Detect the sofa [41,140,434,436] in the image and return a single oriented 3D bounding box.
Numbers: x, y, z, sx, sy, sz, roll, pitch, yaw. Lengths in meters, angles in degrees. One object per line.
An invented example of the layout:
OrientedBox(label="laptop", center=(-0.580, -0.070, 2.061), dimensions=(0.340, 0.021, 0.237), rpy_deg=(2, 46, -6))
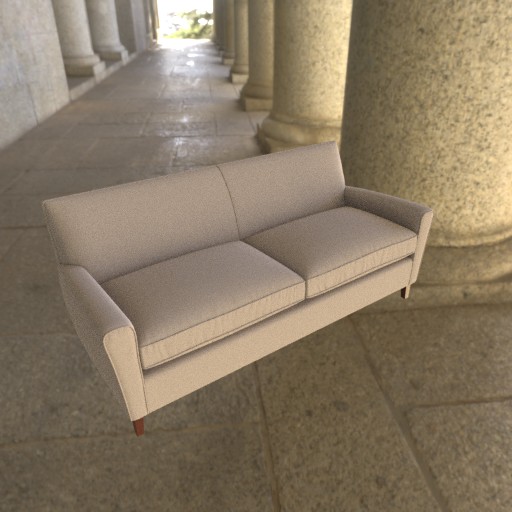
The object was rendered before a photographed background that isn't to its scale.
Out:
OrientedBox(label="sofa", center=(0.000, 0.000, 2.478), dimensions=(2.000, 0.846, 0.875), rpy_deg=(-19, 34, -31))
